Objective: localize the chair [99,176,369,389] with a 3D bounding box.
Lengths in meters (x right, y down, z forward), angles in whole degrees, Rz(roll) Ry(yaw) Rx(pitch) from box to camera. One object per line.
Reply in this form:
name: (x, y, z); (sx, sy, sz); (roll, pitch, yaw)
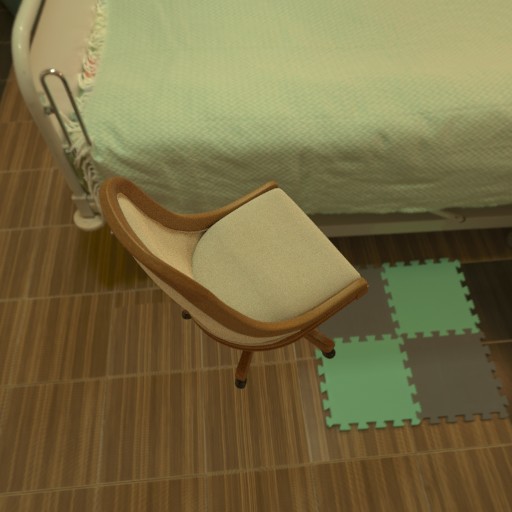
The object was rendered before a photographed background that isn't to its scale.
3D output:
chair: (0.000, 0.000, 1.558); (0.811, 1.009, 0.702); (-30, 63, -17)
